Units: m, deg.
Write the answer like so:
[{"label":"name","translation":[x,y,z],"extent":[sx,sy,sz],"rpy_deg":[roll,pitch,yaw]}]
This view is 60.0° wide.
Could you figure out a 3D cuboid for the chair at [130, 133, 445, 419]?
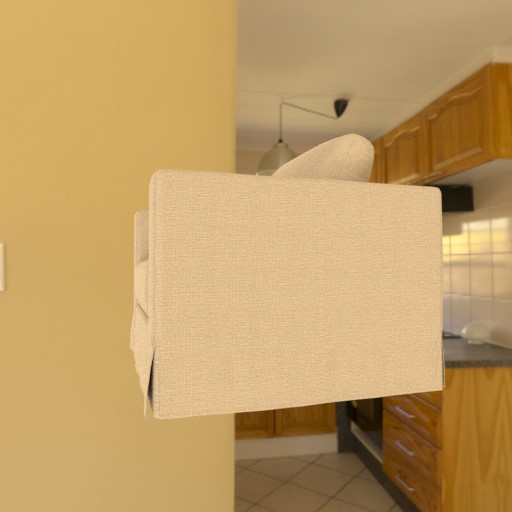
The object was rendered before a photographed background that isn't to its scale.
[{"label":"chair","translation":[0.000,0.000,1.828],"extent":[0.957,0.878,1.150],"rpy_deg":[0,-1,-18]}]
